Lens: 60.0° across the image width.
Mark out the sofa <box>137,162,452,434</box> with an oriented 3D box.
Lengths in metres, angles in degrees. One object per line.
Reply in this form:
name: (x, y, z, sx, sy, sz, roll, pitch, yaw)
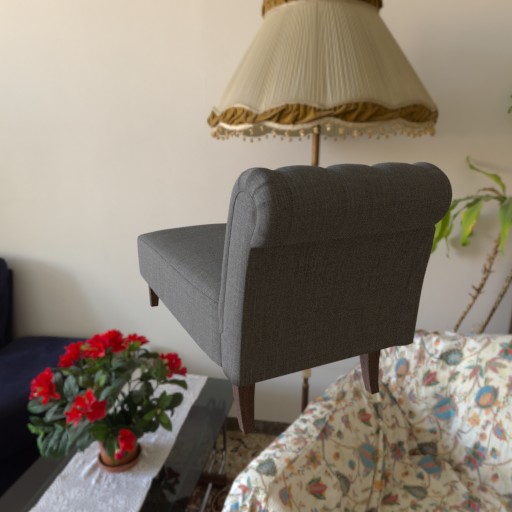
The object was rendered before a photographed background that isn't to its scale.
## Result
sofa: (0.000, 0.000, 1.775, 0.675, 0.787, 1.379, -7, 17, -25)
